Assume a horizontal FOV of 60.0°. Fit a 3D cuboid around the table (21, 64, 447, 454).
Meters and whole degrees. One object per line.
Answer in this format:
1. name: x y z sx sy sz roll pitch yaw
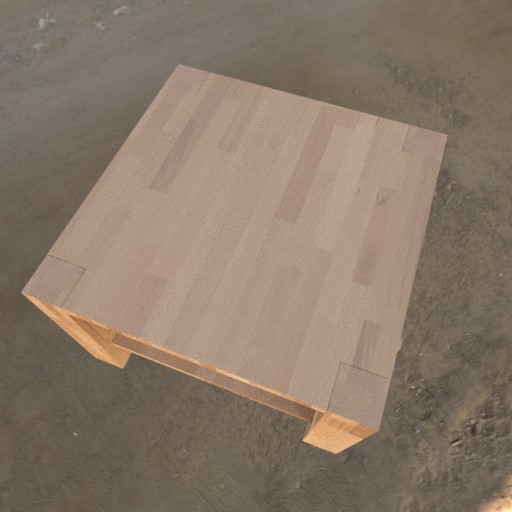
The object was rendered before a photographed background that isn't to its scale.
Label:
1. table: 0.000 0.000 1.145 0.700 0.451 0.700 18 63 10
